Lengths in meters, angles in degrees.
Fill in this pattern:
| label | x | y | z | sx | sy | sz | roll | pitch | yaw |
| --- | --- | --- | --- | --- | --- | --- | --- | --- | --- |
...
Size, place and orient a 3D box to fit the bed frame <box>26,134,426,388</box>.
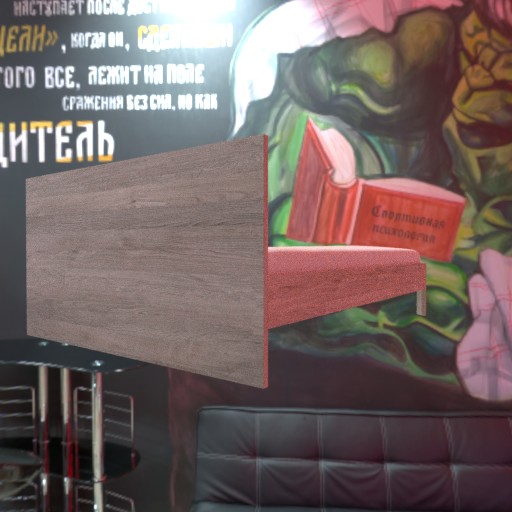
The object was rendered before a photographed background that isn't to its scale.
| label | x | y | z | sx | sy | sz | roll | pitch | yaw |
| --- | --- | --- | --- | --- | --- | --- | --- | --- | --- |
| bed frame | 0.000 | 0.000 | 2.619 | 1.490 | 0.800 | 1.950 | 1 | 1 | 36 |
